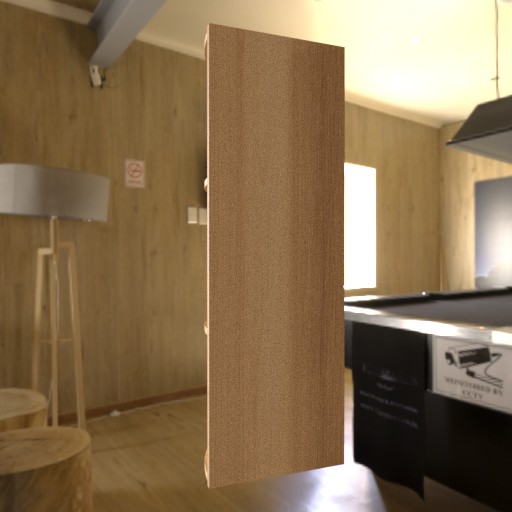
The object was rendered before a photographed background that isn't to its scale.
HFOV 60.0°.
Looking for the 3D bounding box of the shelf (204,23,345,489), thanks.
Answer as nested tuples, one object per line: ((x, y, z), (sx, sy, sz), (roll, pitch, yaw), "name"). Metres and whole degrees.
((0.000, 0.000, 1.015), (0.290, 0.872, 0.290), (0, 0, -20), "shelf")
